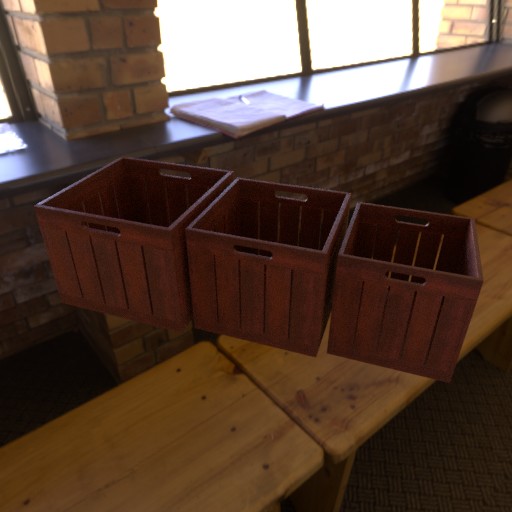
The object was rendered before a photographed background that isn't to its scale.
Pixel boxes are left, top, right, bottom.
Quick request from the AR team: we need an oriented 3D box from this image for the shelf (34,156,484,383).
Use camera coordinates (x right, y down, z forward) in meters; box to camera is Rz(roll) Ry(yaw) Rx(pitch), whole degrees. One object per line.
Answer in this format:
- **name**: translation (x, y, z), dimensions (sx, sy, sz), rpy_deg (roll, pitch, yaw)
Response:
- **shelf**: translation (0.000, 0.000, 1.220), dimensions (1.064, 0.311, 0.393), rpy_deg (11, 34, 16)
